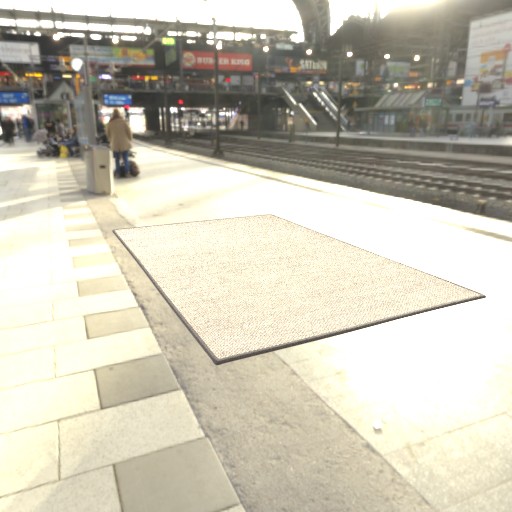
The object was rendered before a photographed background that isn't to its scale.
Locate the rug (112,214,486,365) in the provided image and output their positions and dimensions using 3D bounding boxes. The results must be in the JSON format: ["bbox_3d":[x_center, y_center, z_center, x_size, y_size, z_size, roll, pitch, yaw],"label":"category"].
[{"bbox_3d":[0.000,0.000,2.112,1.067,0.013,1.676,-8,19,-25],"label":"rug"}]
